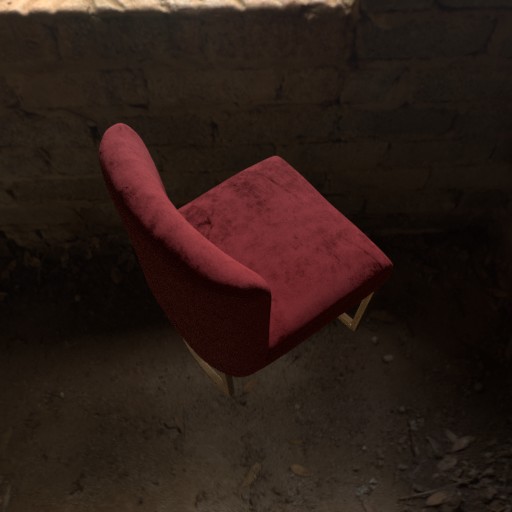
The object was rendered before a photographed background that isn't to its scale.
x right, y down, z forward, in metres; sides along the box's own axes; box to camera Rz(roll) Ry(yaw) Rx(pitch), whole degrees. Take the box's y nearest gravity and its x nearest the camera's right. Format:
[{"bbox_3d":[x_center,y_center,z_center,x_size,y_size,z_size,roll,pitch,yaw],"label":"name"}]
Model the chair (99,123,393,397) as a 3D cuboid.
[{"bbox_3d":[0.000,0.000,1.206,0.560,0.824,0.530,-33,64,-18],"label":"chair"}]
